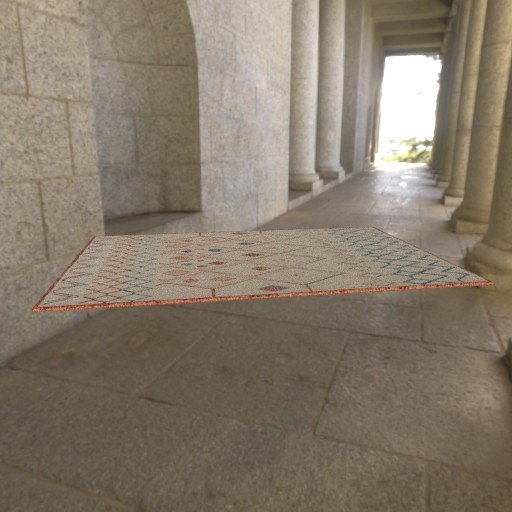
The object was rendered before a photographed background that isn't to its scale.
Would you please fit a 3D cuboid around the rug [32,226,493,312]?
[{"bbox_3d":[0.000,0.000,2.304,1.829,0.016,1.219,-2,15,-9],"label":"rug"}]
